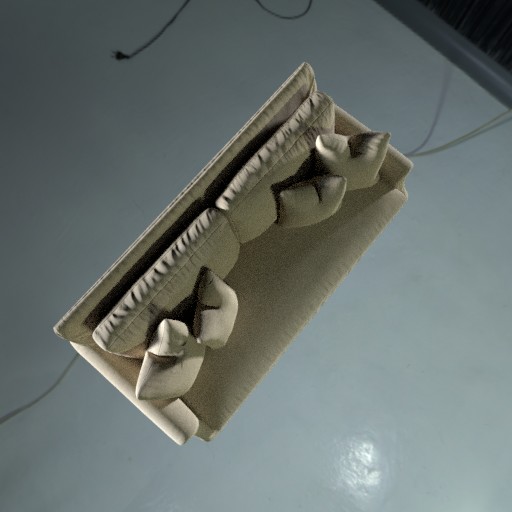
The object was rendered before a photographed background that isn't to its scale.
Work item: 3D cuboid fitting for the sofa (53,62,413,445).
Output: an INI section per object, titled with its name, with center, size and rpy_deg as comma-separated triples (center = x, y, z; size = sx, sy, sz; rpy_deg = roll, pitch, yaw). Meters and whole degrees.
[sofa]
center = 0.000, 0.000, 2.834
size = 1.067, 0.904, 2.285
rpy_deg = 39, 80, 9
